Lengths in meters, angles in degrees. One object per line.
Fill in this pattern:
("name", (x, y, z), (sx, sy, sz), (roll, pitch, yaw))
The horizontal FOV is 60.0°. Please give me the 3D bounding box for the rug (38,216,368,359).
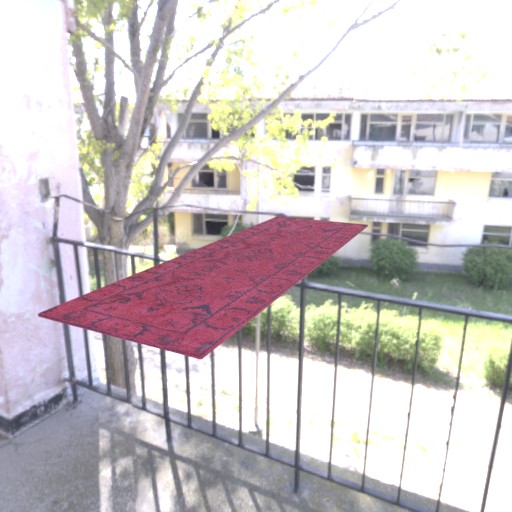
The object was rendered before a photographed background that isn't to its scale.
("rug", (0.000, 0.000, 2.715), (0.813, 0.018, 2.439), (8, 17, 26))
